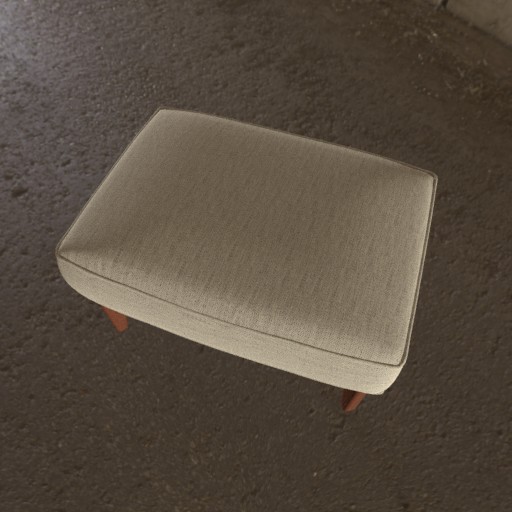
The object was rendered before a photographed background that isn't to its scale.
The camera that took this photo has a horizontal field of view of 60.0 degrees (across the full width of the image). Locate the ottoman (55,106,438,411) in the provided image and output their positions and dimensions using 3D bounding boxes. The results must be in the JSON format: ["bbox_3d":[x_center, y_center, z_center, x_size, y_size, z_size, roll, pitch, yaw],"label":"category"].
[{"bbox_3d":[0.000,0.000,1.181,0.794,0.465,0.594,17,59,10],"label":"ottoman"}]
